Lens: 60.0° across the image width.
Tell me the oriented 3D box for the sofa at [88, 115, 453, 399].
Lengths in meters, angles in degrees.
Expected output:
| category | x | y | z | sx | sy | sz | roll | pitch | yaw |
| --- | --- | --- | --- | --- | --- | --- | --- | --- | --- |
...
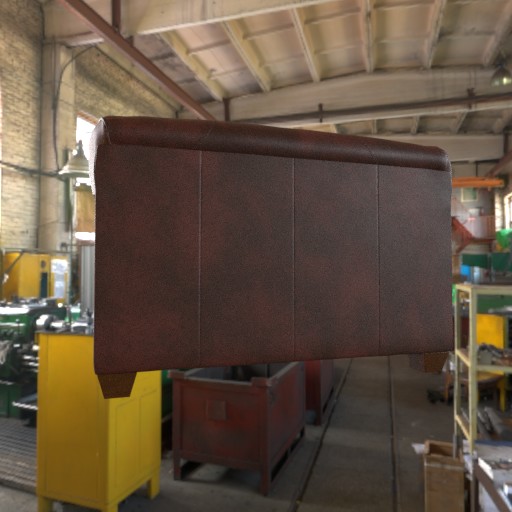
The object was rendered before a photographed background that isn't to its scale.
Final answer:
| category | x | y | z | sx | sy | sz | roll | pitch | yaw |
| --- | --- | --- | --- | --- | --- | --- | --- | --- | --- |
| sofa | 0.000 | 0.000 | 2.052 | 1.413 | 0.956 | 1.000 | 1 | -2 | -17 |
